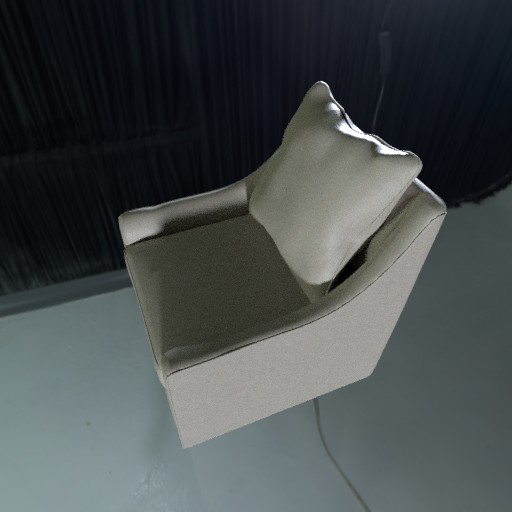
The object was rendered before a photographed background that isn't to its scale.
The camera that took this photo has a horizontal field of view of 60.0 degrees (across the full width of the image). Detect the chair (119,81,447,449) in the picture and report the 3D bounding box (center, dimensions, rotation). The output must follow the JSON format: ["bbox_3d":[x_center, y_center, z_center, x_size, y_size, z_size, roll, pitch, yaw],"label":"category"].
[{"bbox_3d":[0.000,0.000,1.587,0.876,0.942,0.760,-16,46,-16],"label":"chair"}]
